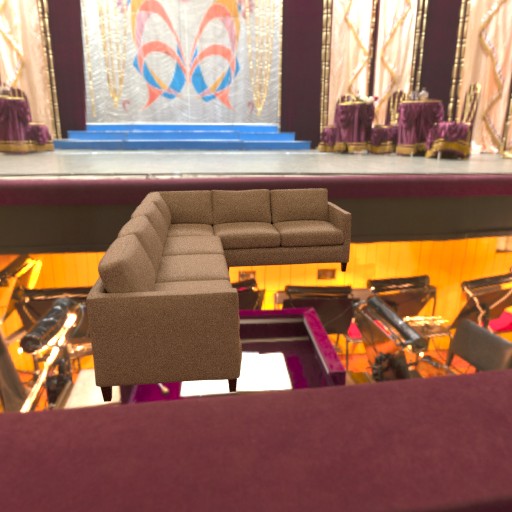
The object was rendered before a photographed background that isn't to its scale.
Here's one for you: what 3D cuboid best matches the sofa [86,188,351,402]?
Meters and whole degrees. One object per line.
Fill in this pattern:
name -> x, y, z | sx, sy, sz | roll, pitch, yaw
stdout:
sofa -> 0.000, 0.000, 4.385 | 2.522, 0.934, 3.333 | -2, 16, -7
